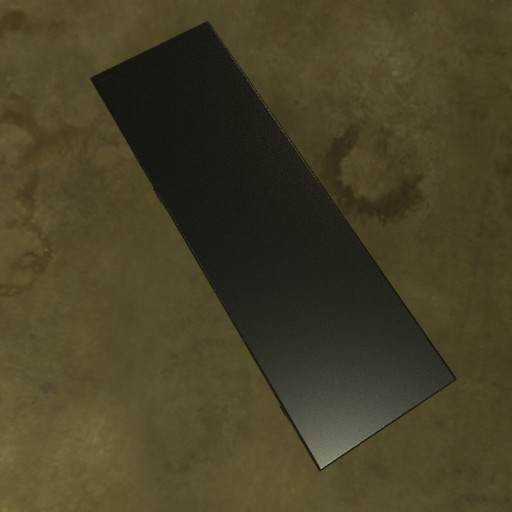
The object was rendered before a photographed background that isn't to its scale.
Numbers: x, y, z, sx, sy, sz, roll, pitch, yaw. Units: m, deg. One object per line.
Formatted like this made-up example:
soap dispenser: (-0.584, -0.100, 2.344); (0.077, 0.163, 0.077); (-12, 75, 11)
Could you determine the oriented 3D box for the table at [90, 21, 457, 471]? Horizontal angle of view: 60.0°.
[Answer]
table: (0.000, 0.000, 1.534); (0.386, 0.819, 1.191); (-30, 77, -8)
